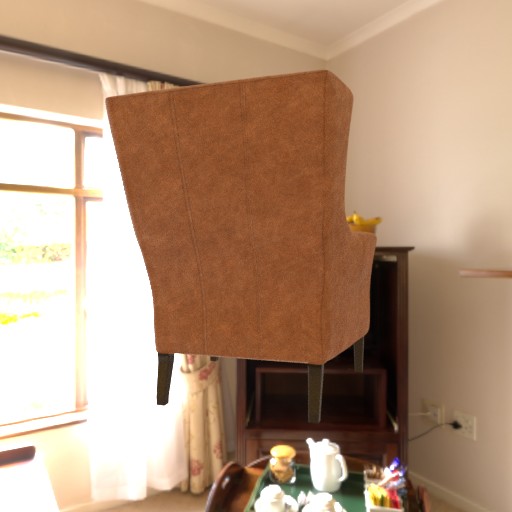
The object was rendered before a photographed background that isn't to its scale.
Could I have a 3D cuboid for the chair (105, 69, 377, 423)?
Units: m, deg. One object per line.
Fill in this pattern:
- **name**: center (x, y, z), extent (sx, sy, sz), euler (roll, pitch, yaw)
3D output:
- **chair**: center (0.000, 0.000, 1.664), extent (0.853, 1.016, 0.926), euler (0, 0, 18)
